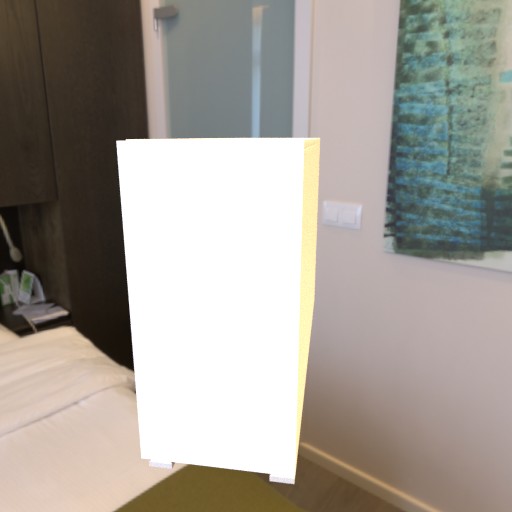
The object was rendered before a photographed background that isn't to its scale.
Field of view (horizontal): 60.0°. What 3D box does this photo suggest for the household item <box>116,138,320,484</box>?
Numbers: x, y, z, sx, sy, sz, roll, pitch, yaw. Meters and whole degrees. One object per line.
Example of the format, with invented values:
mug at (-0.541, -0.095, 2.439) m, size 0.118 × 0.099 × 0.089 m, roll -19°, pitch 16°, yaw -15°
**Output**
household item at (0.000, 0.000, 1.693) m, size 0.420 × 0.867 × 1.300 m, roll 2°, pitch 15°, yaw 9°
